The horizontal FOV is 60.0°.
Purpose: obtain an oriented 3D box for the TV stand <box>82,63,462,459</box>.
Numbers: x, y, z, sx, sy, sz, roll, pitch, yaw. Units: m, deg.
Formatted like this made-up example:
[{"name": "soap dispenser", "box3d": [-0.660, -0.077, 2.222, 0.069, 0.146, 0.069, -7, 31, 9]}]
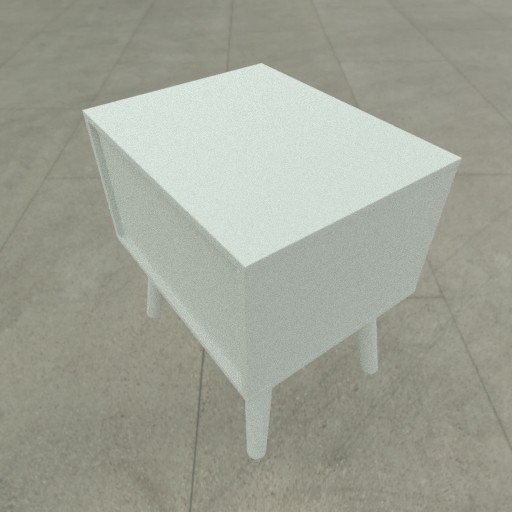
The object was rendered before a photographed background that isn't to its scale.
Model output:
[{"name": "TV stand", "box3d": [0.000, 0.000, 0.925, 0.405, 0.559, 0.508, -26, 49, -26]}]
